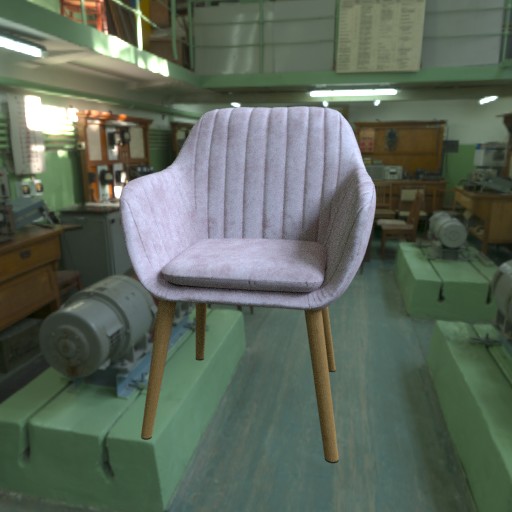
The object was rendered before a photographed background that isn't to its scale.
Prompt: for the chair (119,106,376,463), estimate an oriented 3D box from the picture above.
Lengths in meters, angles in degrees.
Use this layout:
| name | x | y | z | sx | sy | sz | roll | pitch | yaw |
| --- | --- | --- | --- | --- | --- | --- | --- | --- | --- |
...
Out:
| name | x | y | z | sx | sy | sz | roll | pitch | yaw |
| --- | --- | --- | --- | --- | --- | --- | --- | --- | --- |
| chair | 0.000 | 0.000 | 1.237 | 0.610 | 0.832 | 0.570 | 3 | 14 | 10 |
